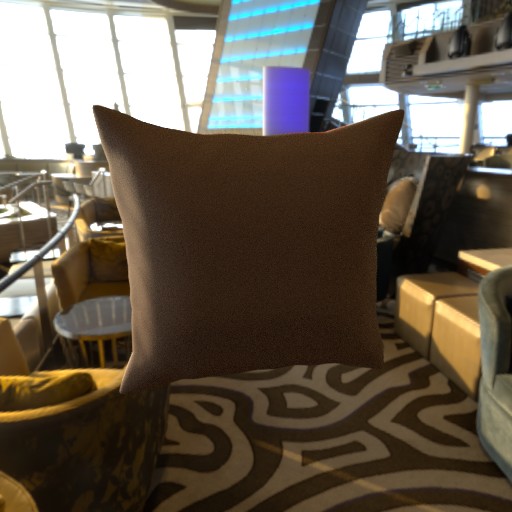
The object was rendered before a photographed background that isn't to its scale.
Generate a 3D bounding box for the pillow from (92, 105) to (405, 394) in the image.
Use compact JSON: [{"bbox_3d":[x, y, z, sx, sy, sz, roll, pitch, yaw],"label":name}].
[{"bbox_3d":[0.000,0.000,0.692,0.453,0.443,0.168,-2,15,-8],"label":"pillow"}]
